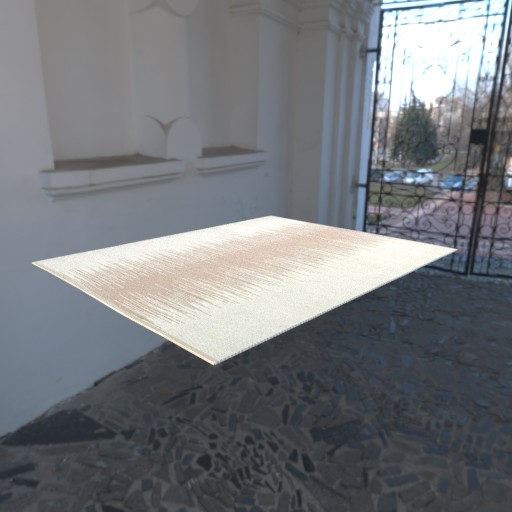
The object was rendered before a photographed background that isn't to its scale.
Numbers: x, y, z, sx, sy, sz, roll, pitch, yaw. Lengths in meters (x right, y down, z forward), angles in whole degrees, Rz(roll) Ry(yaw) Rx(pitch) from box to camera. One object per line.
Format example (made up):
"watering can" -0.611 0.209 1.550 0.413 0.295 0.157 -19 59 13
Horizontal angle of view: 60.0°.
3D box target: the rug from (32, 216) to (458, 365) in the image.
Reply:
"rug" 0.000 0.000 4.031 2.438 0.013 3.048 15 22 43
